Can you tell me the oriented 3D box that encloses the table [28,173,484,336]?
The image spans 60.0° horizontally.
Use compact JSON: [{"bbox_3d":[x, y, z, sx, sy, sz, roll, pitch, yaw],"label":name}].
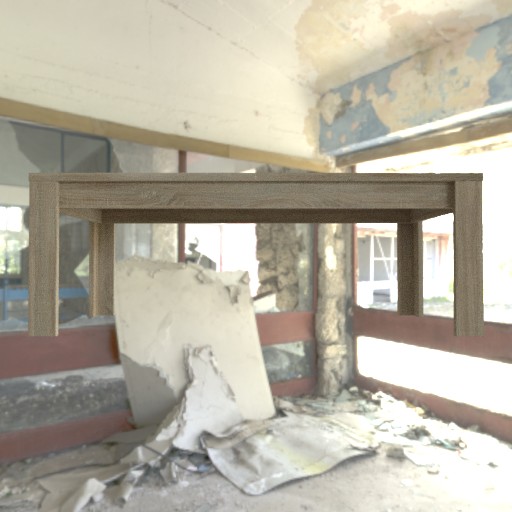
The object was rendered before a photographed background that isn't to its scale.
[{"bbox_3d":[0.000,0.000,2.587,2.200,0.790,0.900,0,-1,0],"label":"table"}]
